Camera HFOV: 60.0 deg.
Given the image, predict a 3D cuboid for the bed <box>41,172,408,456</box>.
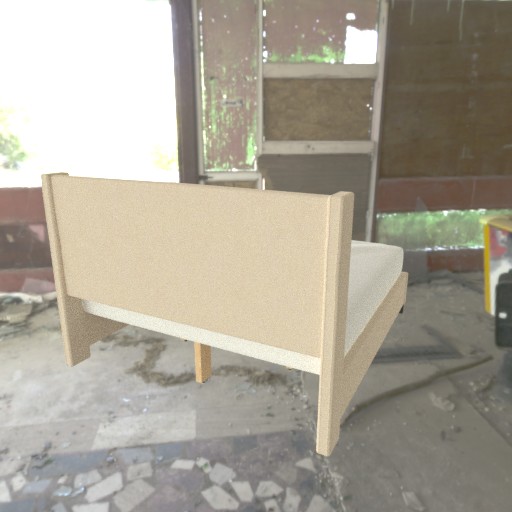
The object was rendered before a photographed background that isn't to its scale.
[{"bbox_3d":[0.000,0.000,3.724,2.145,1.471,2.293,9,19,27],"label":"bed"}]
